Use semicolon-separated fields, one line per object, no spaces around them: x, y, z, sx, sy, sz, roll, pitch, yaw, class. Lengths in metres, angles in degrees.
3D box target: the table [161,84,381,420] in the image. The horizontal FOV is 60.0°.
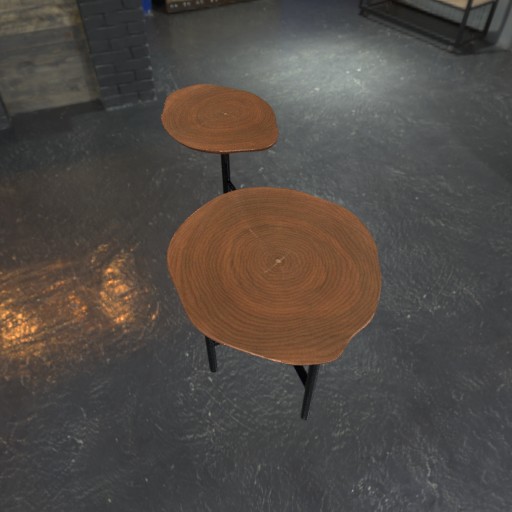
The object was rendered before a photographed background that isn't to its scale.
0.000;0.000;1.090;0.442;0.538;0.759;-16;49;-15;table
